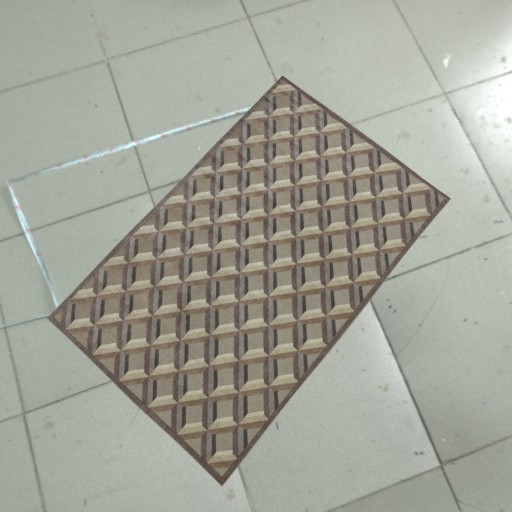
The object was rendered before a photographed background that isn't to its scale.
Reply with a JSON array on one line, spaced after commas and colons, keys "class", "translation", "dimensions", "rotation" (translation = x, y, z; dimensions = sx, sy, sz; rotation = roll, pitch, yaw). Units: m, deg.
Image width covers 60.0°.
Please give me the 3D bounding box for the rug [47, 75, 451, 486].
[{"class": "rug", "translation": [0.000, 0.000, 2.074], "dimensions": [1.066, 0.011, 1.677], "rotation": [40, 79, 10]}]
